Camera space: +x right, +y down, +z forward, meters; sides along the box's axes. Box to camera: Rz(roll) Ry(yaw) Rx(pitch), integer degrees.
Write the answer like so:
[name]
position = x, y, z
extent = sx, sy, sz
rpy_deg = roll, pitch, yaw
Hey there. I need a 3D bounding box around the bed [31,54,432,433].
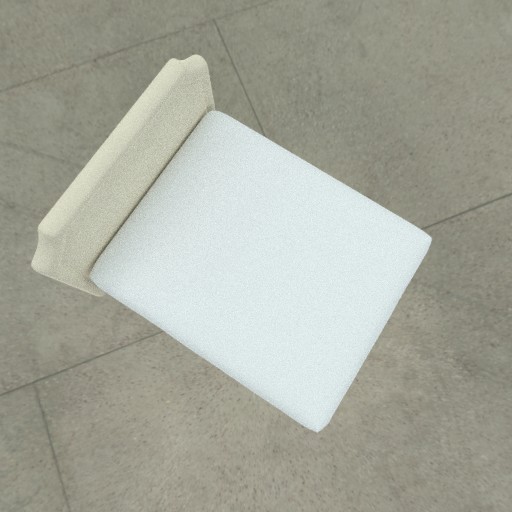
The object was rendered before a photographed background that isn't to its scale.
[bed]
position = 0.000, 0.000, 3.204
extent = 2.209, 1.296, 1.827
rpy_deg = 32, 79, 7
